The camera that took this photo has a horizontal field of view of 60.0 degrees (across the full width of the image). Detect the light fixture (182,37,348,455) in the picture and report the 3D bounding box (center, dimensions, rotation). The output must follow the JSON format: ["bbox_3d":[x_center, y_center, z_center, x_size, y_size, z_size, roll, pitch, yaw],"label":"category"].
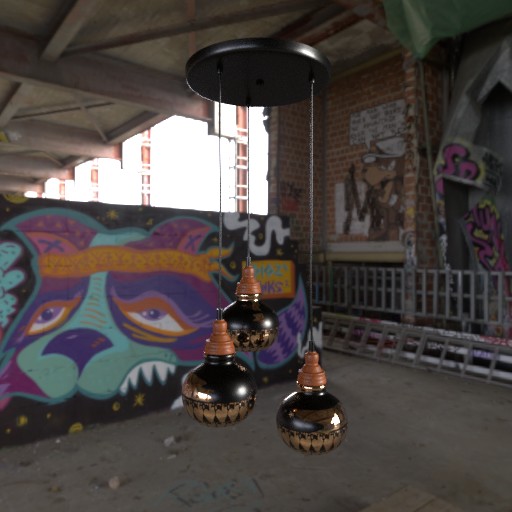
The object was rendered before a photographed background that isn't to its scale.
[{"bbox_3d":[0.000,0.000,1.731,0.608,1.410,0.605,0,0,-18],"label":"light fixture"}]
